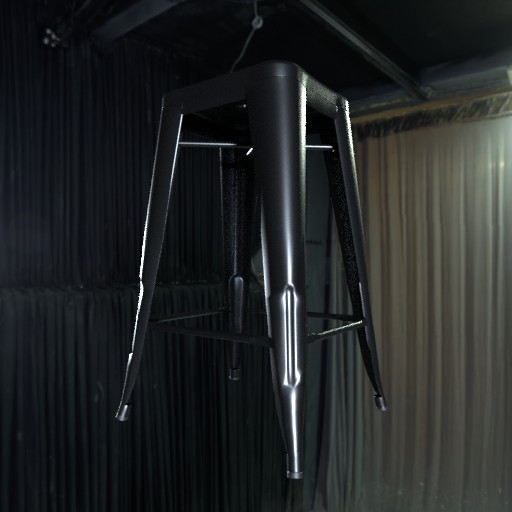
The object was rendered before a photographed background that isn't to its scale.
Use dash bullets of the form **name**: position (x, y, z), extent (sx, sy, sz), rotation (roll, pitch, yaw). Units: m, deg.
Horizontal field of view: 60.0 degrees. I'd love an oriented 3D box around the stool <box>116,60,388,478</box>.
- **stool**: position (0.000, 0.000, 0.854), extent (0.399, 0.609, 0.359), rotation (0, 0, 36)
